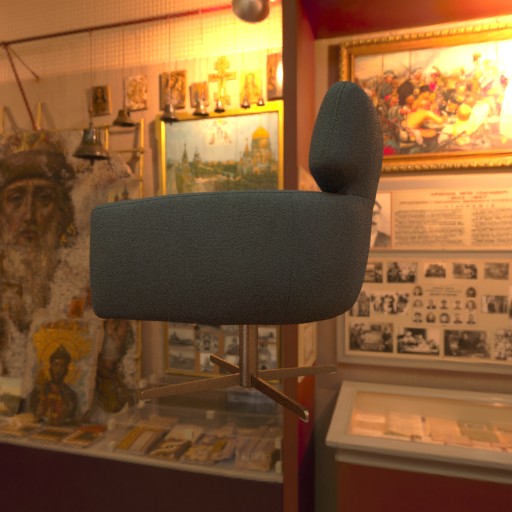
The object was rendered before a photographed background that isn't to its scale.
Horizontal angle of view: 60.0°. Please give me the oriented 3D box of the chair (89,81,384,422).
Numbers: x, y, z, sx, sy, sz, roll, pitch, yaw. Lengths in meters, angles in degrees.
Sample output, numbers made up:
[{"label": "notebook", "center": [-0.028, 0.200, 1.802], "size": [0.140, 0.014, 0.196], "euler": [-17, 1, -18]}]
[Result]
[{"label": "chair", "center": [0.000, 0.000, 1.381], "size": [0.761, 0.813, 0.738], "euler": [0, 1, 19]}]
